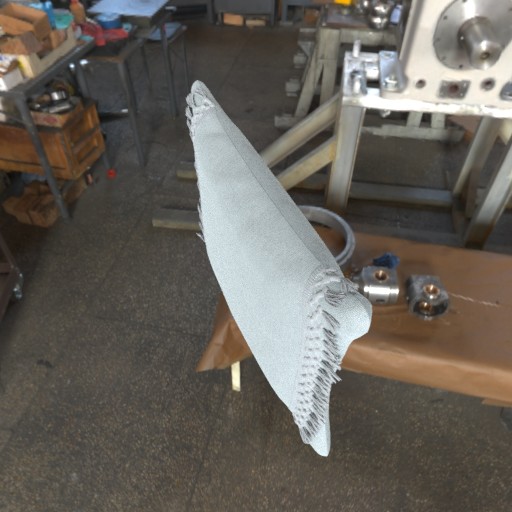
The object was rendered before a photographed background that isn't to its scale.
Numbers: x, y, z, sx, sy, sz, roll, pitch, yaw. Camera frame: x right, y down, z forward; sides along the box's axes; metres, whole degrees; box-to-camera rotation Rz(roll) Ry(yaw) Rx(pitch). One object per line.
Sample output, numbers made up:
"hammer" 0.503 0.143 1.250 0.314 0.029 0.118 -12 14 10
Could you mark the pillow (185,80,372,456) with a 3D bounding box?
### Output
"pillow" 0.000 0.000 0.600 0.084 0.305 0.466 -16 48 -15
